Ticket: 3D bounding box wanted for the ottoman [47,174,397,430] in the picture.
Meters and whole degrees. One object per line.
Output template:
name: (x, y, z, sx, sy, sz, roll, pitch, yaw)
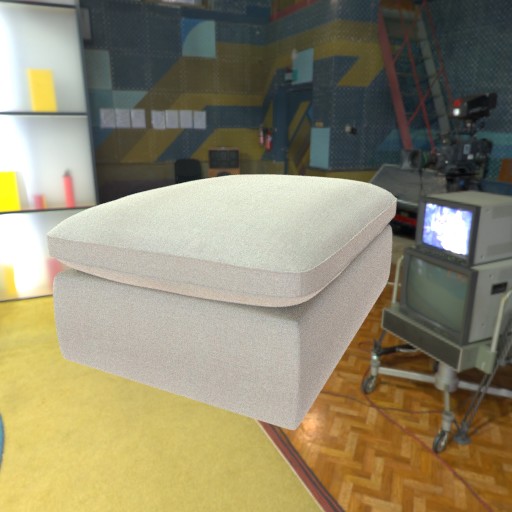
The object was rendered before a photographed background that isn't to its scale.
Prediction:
ottoman: (0.000, 0.000, 1.351, 0.686, 0.453, 0.984, 8, 18, 25)
